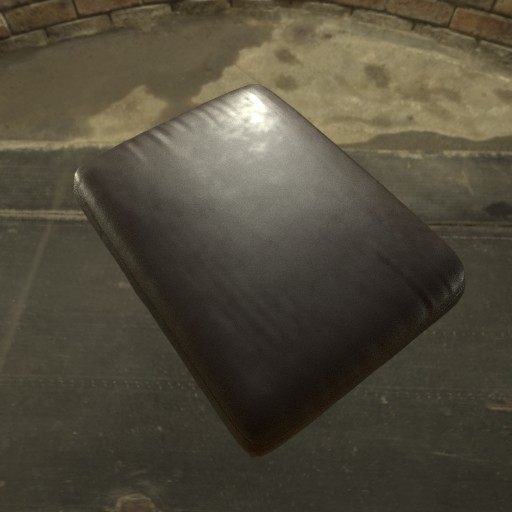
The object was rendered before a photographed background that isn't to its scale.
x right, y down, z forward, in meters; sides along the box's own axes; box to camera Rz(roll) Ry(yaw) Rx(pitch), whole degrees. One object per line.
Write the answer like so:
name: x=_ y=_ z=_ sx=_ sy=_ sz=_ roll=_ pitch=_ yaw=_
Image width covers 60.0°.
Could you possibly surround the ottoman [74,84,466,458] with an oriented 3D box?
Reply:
ottoman: x=0.000 y=0.000 z=1.071 sx=0.570 sy=0.402 sz=0.764 roll=-32 pitch=64 yaw=-18
